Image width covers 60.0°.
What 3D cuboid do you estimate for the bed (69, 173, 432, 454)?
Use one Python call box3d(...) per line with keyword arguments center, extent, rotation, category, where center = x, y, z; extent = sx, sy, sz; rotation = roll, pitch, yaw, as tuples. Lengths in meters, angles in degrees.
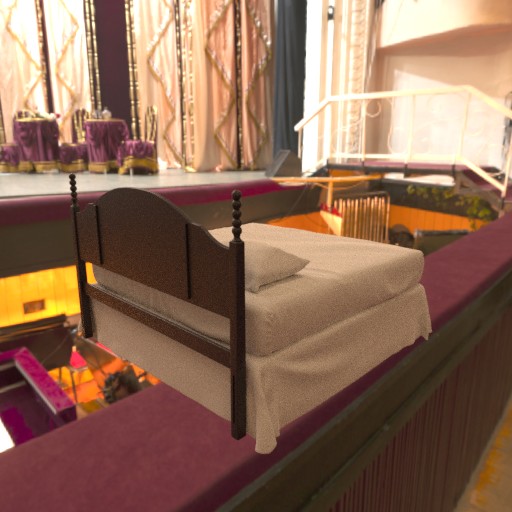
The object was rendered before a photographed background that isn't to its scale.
box3d(center=(0.000, 0.000, 3.661), extent=(2.322, 1.355, 2.219), rotation=(14, 19, 43), category="bed")
